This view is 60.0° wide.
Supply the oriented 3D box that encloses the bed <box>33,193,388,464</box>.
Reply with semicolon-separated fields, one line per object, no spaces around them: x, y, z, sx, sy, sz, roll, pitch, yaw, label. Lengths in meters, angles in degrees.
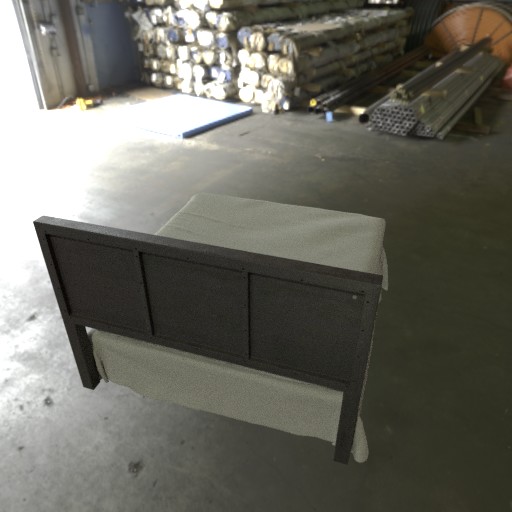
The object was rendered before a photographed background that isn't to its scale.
0.000;0.000;2.888;1.772;1.142;1.785;10;34;15;bed
